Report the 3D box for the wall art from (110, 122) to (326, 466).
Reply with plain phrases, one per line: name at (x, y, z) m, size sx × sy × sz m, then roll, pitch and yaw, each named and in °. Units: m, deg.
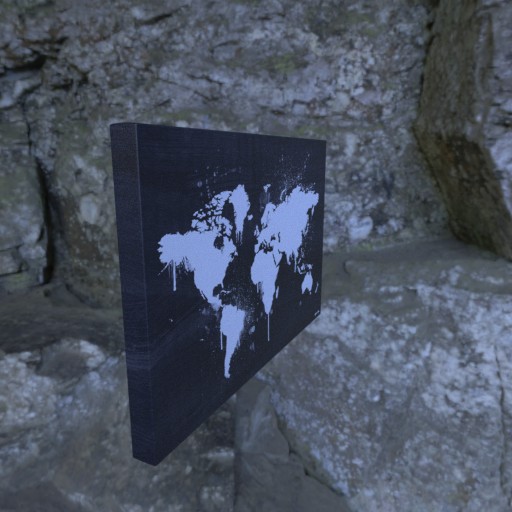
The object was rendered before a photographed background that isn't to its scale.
wall art at (0.000, 0.000, 0.772) m, size 0.038 × 0.409 × 0.610 m, roll 7°, pitch 14°, yaw 27°
